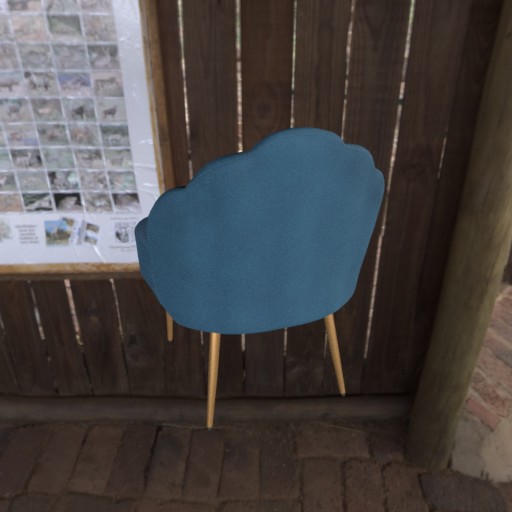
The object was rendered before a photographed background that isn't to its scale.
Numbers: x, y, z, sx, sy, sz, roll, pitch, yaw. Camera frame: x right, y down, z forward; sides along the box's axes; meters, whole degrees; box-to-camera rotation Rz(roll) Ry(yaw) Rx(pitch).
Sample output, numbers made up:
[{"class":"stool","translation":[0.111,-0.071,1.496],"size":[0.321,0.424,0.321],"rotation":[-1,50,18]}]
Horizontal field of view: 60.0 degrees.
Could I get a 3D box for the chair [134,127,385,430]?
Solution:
[{"class":"chair","translation":[0.000,0.000,1.309],"size":[0.657,0.819,0.599],"rotation":[-8,26,-17]}]
